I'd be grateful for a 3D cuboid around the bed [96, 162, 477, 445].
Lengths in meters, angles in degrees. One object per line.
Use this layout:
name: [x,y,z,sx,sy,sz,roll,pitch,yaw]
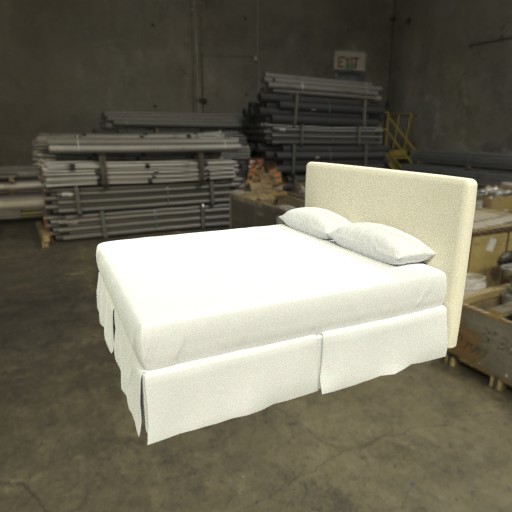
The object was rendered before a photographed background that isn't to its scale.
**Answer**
bed: [0.000,0.000,3.529,2.341,1.317,2.119,-7,17,-24]
